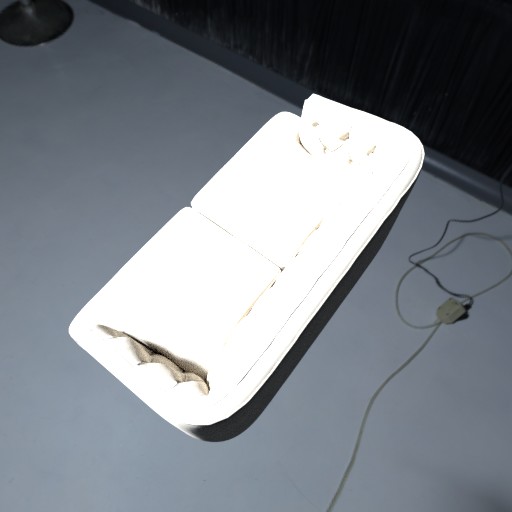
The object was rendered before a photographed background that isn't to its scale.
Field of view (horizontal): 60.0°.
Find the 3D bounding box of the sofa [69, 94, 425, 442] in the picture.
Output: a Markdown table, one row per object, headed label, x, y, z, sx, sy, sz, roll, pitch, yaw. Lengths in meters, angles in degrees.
| label | x | y | z | sx | sy | sz | roll | pitch | yaw |
| --- | --- | --- | --- | --- | --- | --- | --- | --- | --- |
| sofa | 0.000 | 0.000 | 2.261 | 0.940 | 0.878 | 1.731 | 34 | 68 | 16 |
